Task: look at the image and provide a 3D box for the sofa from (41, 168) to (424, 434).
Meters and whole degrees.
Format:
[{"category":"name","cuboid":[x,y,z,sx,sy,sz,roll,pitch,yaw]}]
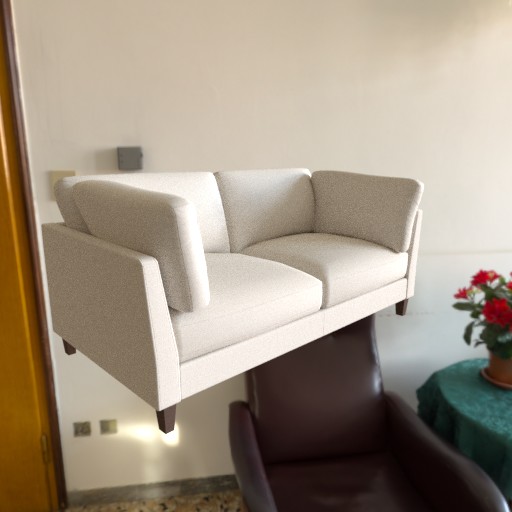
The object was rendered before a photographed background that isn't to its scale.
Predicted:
[{"category":"sofa","cuboid":[0.000,0.000,2.253,1.776,0.836,0.970,-12,18,-42]}]
